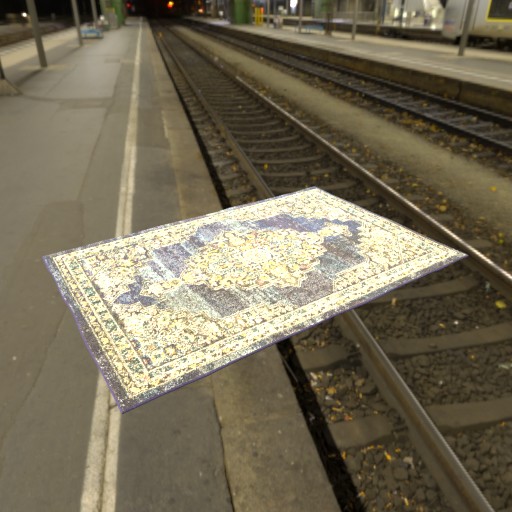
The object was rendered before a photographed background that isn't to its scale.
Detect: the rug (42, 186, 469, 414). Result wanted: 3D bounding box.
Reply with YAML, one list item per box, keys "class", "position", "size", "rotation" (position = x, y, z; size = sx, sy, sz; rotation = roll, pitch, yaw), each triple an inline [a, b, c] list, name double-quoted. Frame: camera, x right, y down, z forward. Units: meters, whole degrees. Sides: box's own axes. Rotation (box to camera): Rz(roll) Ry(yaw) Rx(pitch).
- class: "rug"
  position: [0.000, 0.000, 2.211]
  size: [1.781, 0.012, 1.184]
  rotation: [-18, 34, -29]
